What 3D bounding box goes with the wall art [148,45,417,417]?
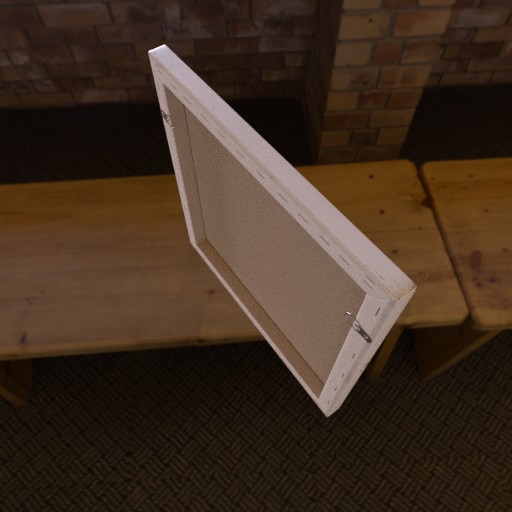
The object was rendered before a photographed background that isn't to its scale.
[{"bbox_3d":[0.000,0.000,0.916,0.040,0.611,0.610,-32,63,-18],"label":"wall art"}]
